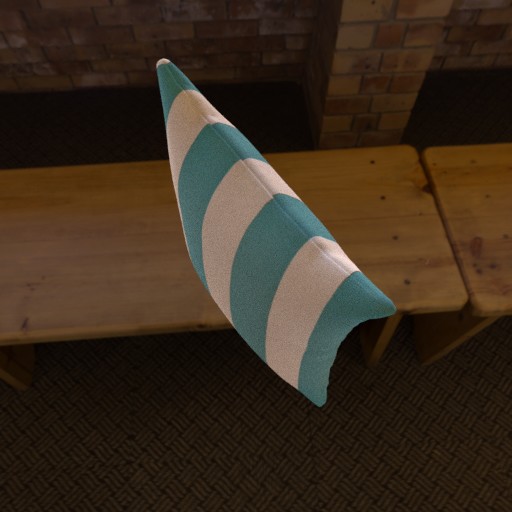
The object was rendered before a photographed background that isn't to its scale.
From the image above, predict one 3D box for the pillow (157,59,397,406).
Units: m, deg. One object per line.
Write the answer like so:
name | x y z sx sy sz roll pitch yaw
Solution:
pillow | 0.000 0.000 0.813 0.189 0.526 0.536 -32 65 -17
